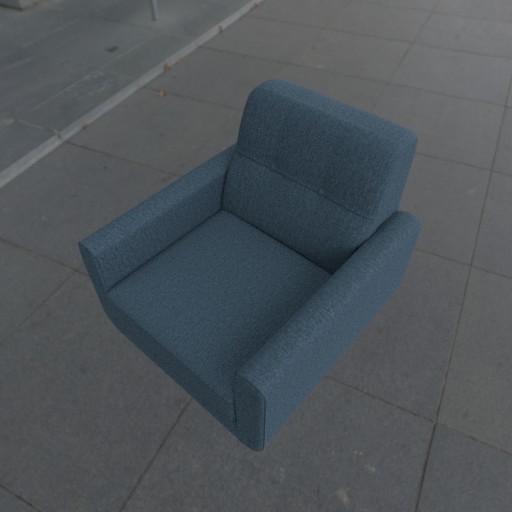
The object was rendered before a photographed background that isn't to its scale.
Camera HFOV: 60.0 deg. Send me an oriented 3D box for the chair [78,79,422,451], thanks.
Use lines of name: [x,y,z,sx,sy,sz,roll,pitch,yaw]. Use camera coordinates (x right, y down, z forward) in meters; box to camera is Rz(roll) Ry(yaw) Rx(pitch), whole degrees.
chair: [0.000,0.000,1.701,0.880,0.940,0.964,33,55,27]
